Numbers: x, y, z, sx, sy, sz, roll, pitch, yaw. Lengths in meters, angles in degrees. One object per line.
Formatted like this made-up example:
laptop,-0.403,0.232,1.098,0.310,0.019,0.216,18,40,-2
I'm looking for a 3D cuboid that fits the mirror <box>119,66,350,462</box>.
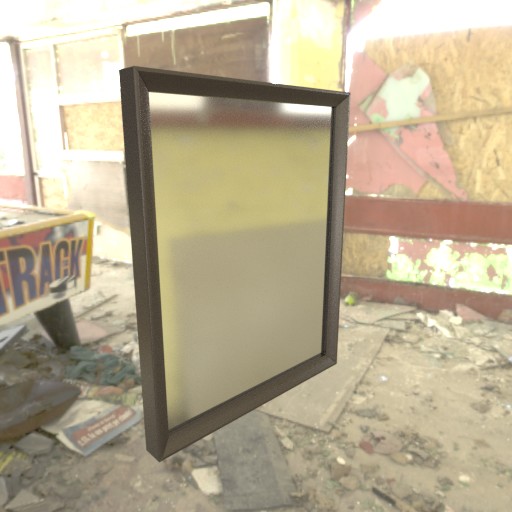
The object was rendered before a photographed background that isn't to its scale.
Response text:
mirror,0.000,0.000,0.696,0.406,0.509,0.041,-13,20,-42
